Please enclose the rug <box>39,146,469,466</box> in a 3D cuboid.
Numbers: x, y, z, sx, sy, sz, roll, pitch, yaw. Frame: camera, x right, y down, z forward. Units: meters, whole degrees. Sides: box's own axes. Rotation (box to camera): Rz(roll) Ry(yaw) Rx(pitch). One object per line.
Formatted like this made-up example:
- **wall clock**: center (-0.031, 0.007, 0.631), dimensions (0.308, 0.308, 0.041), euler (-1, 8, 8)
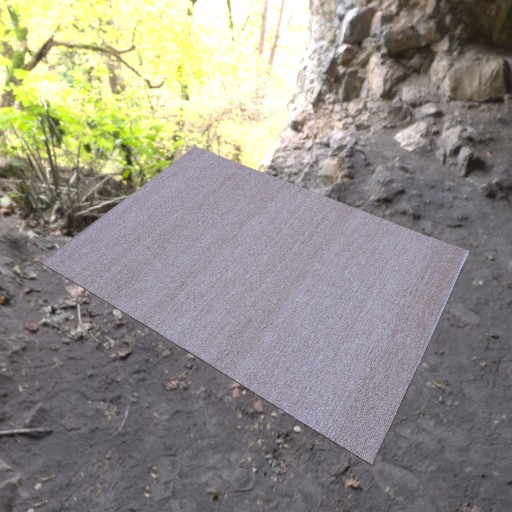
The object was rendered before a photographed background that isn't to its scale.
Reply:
- **rug**: center (0.000, 0.000, 2.849), dimensions (2.283, 0.030, 1.596), euler (25, 51, 22)
